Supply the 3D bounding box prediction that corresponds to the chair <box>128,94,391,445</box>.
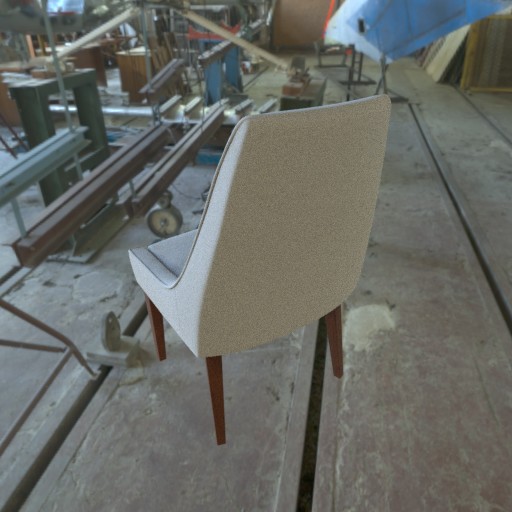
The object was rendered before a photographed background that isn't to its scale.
[{"bbox_3d":[0.000,0.000,1.181,0.529,0.861,0.544,-19,35,-29],"label":"chair"}]
